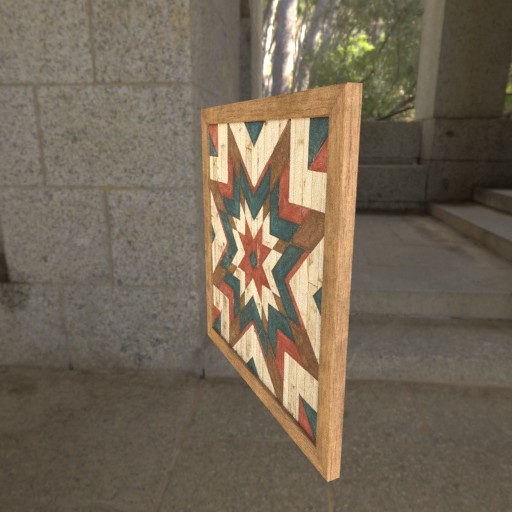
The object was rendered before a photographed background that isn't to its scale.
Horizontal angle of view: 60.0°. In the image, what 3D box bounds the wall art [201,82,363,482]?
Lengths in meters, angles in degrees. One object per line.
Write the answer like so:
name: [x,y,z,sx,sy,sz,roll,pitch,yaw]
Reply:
wall art: [0.000,0.000,1.039,0.029,0.691,0.695,-7,16,-24]
